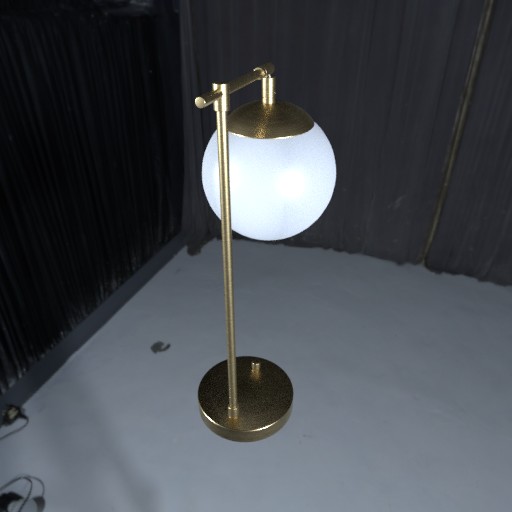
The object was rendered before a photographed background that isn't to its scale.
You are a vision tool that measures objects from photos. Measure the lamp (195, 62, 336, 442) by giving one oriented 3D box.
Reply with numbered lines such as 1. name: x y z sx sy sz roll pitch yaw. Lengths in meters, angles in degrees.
1. lamp: 0.000 0.000 0.704 0.207 0.559 0.324 11 33 17
